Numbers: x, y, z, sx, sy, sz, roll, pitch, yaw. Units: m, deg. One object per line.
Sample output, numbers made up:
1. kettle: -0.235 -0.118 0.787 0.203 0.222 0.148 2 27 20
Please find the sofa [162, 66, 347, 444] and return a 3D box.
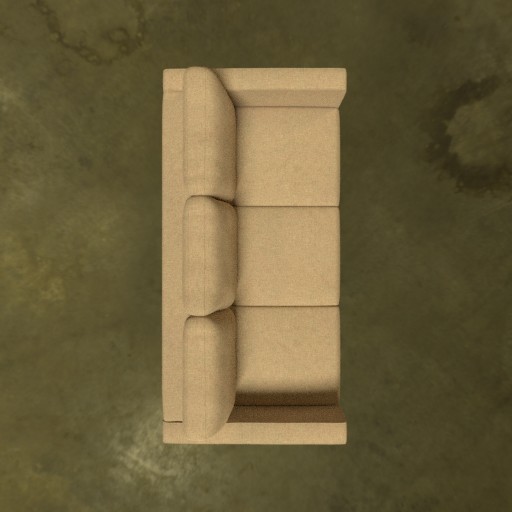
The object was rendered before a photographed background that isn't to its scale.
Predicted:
1. sofa: 0.000 0.000 2.367 0.930 0.800 1.855 0 90 0
